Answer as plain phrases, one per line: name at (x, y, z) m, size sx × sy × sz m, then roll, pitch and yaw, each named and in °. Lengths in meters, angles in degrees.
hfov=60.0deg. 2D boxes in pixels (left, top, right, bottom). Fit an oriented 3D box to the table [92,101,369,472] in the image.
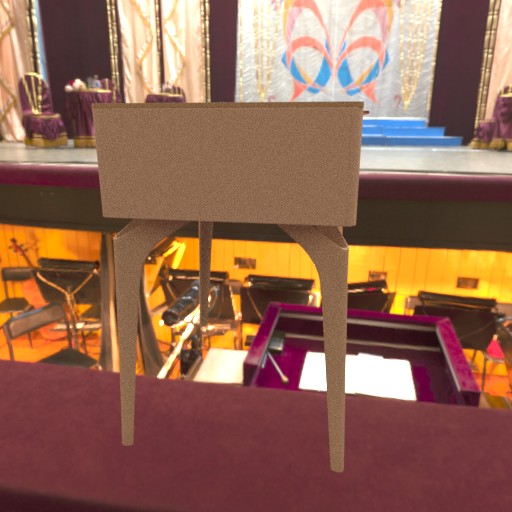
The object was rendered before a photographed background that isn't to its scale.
table at (0.000, 0.000, 0.900) m, size 0.400 × 0.570 × 0.500 m, roll 3°, pitch 17°, yaw 9°
